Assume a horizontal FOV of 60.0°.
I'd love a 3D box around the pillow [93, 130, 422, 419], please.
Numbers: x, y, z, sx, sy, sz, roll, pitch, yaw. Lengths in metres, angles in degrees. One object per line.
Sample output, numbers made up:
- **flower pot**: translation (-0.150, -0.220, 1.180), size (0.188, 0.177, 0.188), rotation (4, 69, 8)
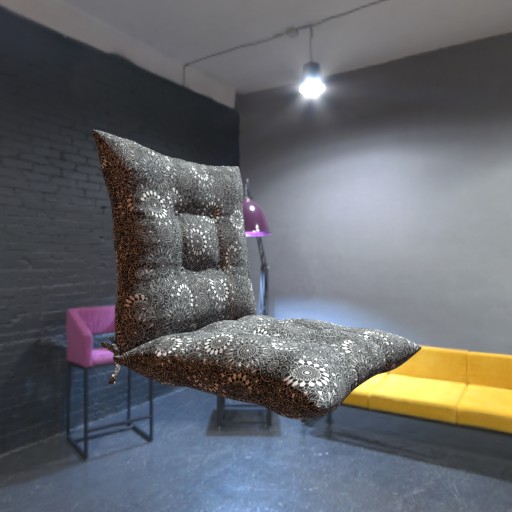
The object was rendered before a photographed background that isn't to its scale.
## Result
- **pillow**: translation (0.000, 0.000, 0.990), size (0.585, 0.536, 0.541), rotation (0, 0, 36)
